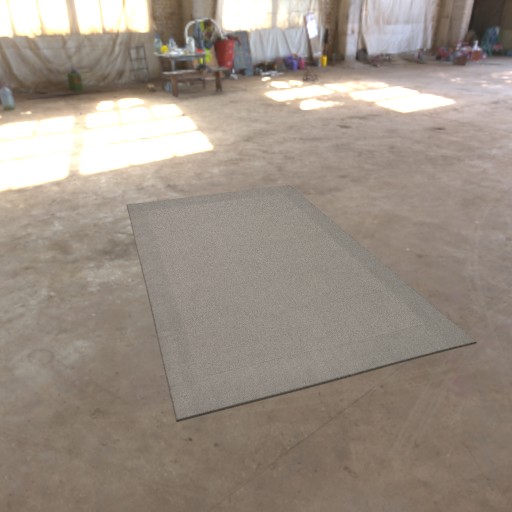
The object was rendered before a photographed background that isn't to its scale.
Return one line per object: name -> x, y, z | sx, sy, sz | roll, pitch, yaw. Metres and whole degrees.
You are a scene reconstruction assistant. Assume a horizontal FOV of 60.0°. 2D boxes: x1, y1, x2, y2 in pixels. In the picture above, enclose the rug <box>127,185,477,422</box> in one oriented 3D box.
rug -> 0.000, 0.000, 3.030 | 1.524, 0.014, 2.438 | -9, 30, -17
